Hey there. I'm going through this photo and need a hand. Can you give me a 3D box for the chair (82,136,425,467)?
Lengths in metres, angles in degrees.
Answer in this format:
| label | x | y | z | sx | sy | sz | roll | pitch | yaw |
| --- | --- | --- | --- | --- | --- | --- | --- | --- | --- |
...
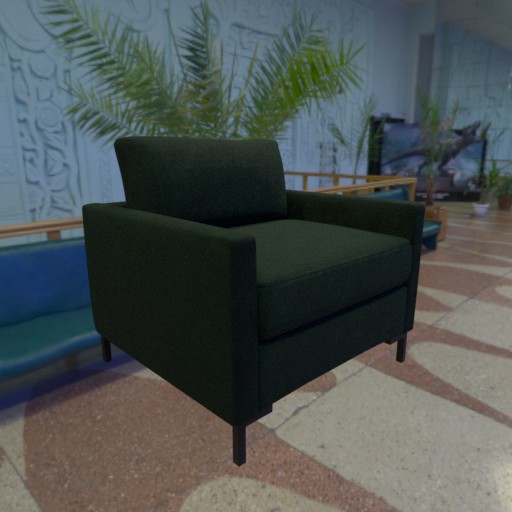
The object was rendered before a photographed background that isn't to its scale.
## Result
| label | x | y | z | sx | sy | sz | roll | pitch | yaw |
| --- | --- | --- | --- | --- | --- | --- | --- | --- | --- |
| chair | 0.000 | 0.000 | 1.647 | 0.963 | 0.861 | 0.866 | -13 | 19 | -42 |
